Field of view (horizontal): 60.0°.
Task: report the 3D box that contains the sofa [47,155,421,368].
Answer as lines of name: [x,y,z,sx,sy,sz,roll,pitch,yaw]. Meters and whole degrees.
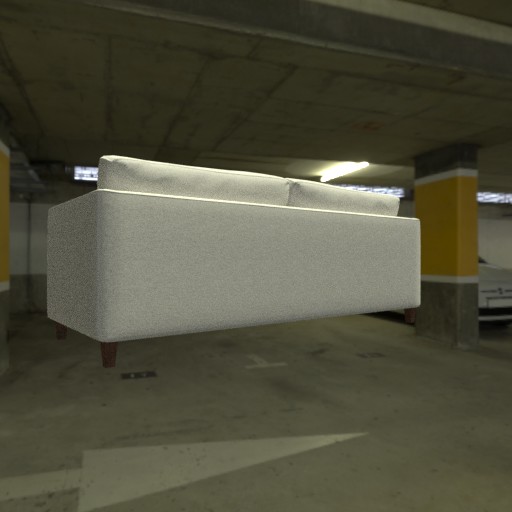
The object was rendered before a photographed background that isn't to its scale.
sofa: [0.000,0.000,2.904,2.361,0.962,0.951,0,0,-37]
